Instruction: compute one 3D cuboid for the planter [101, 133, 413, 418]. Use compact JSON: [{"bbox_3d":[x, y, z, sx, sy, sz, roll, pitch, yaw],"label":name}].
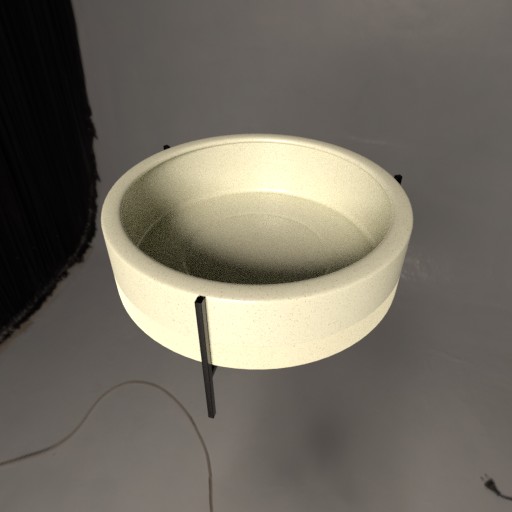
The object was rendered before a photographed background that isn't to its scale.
[{"bbox_3d":[0.000,0.000,0.541,0.336,0.171,0.345,10,40,12],"label":"planter"}]
